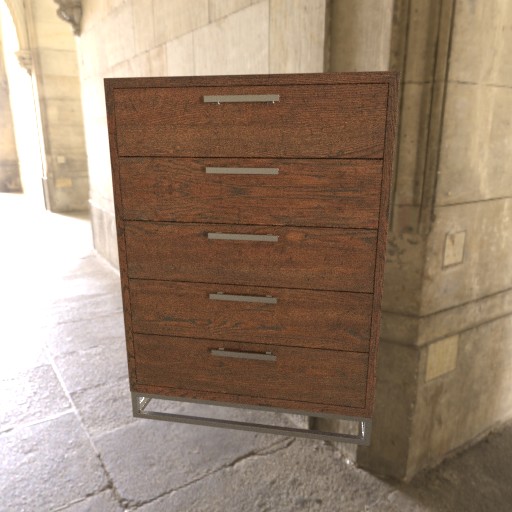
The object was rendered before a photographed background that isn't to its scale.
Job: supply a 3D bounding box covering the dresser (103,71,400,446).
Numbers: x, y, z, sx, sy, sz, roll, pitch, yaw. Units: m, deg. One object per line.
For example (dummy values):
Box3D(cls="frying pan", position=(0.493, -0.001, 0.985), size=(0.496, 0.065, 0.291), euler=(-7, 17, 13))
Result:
Box3D(cls="dresser", position=(0.000, 0.000, 1.802), size=(0.965, 1.321, 0.508), euler=(3, 16, 10))
